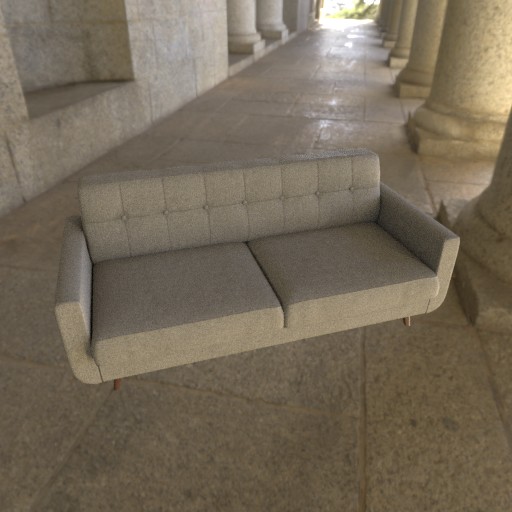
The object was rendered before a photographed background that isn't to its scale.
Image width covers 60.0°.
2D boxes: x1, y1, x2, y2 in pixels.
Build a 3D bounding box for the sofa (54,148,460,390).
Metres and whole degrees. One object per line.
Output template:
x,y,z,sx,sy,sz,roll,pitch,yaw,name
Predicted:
0.000,0.000,2.548,2.055,0.873,0.968,-9,32,-15,sofa
